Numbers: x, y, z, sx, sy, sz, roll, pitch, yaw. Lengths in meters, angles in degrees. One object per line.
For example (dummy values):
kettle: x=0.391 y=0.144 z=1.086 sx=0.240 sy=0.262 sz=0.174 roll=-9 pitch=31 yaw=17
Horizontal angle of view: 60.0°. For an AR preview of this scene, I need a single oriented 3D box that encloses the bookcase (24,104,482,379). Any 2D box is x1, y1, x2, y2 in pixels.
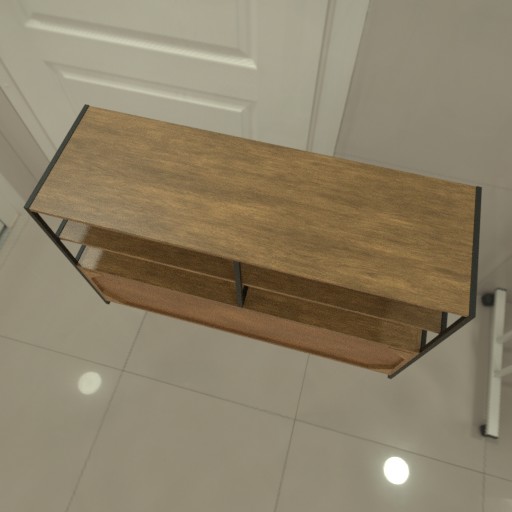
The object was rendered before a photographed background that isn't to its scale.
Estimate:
bookcase: x=0.000 y=0.000 z=1.486 sx=1.149 sy=0.712 sz=0.391 roll=14 pitch=64 yaw=7
